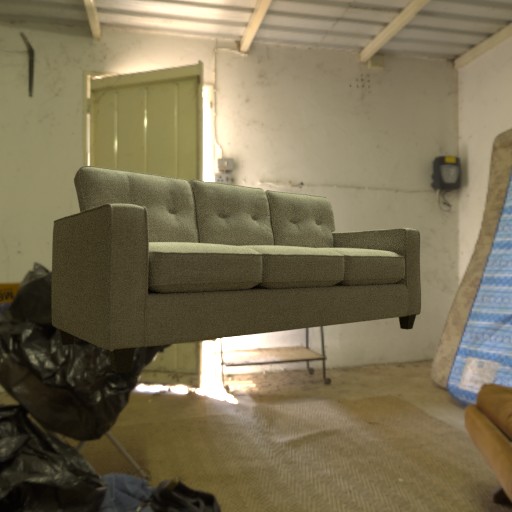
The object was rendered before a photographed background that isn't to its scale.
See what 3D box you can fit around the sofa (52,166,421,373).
[{"bbox_3d":[0.000,0.000,2.696,2.133,0.965,0.939,1,-1,-37],"label":"sofa"}]
